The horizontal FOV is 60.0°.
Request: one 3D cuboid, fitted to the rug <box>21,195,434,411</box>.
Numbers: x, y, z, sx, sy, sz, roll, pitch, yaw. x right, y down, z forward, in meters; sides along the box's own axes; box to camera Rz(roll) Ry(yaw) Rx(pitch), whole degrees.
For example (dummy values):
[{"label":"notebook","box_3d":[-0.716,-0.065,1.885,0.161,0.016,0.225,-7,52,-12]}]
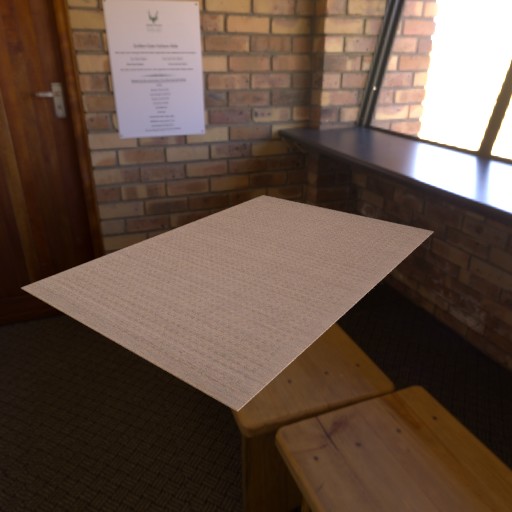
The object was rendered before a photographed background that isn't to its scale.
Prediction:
[{"label":"rug","box_3d":[0.000,0.000,3.646,1.981,0.006,2.895,17,29,33]}]
